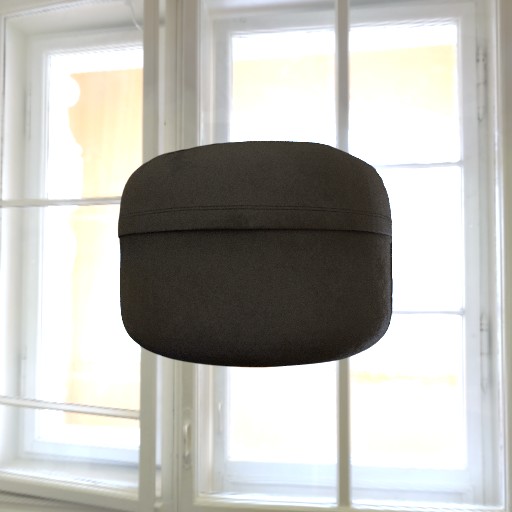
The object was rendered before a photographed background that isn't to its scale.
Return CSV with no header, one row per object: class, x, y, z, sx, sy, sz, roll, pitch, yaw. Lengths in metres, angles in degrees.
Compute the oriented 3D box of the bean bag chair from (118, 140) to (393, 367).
bean bag chair,0.000,0.000,1.526,0.918,0.605,0.918,0,-1,0
